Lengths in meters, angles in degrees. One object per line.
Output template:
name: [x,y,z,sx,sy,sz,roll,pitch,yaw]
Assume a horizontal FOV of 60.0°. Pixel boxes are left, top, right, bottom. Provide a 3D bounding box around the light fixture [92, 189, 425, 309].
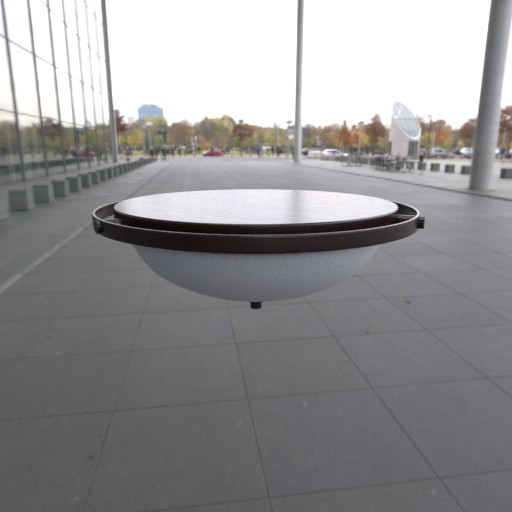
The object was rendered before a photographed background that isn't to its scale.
light fixture: [0.000,0.000,0.532,0.361,0.130,0.361,0,14,0]
